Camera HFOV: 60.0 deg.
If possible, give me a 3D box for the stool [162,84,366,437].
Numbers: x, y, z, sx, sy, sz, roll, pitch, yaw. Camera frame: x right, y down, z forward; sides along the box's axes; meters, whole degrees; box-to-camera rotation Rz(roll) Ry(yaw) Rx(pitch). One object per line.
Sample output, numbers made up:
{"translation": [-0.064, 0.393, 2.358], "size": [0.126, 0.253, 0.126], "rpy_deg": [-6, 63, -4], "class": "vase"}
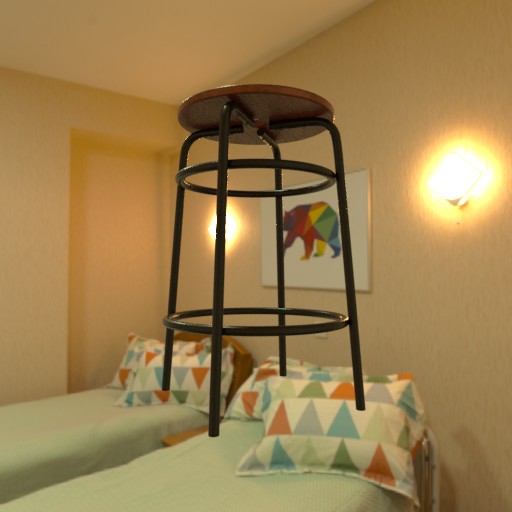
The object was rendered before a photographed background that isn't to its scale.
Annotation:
{"translation": [0.000, 0.000, 0.953], "size": [0.455, 0.610, 0.455], "rpy_deg": [-1, -2, 19], "class": "stool"}
